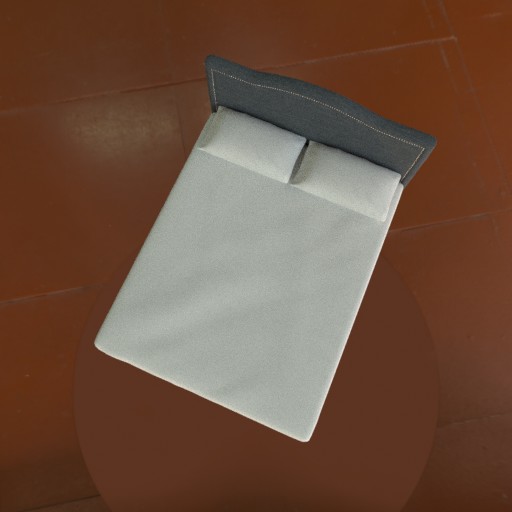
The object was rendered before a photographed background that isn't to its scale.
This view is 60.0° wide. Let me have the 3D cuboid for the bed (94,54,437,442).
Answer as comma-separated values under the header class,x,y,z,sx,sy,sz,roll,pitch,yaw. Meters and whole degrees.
class,x,y,z,sx,sy,sz,roll,pitch,yaw
bed,0.000,0.000,3.976,2.161,1.457,2.689,23,76,6
